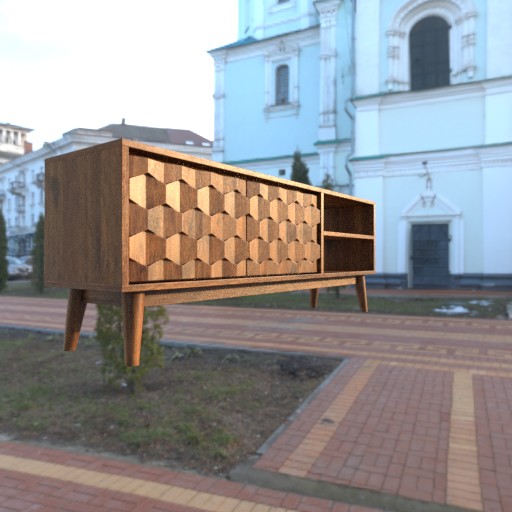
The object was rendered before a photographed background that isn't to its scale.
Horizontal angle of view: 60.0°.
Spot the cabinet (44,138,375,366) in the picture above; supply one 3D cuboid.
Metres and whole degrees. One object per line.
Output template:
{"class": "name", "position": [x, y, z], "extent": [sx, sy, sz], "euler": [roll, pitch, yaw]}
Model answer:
{"class": "cabinet", "position": [0.000, 0.000, 1.682], "extent": [0.349, 0.528, 1.448], "euler": [0, 0, 38]}
